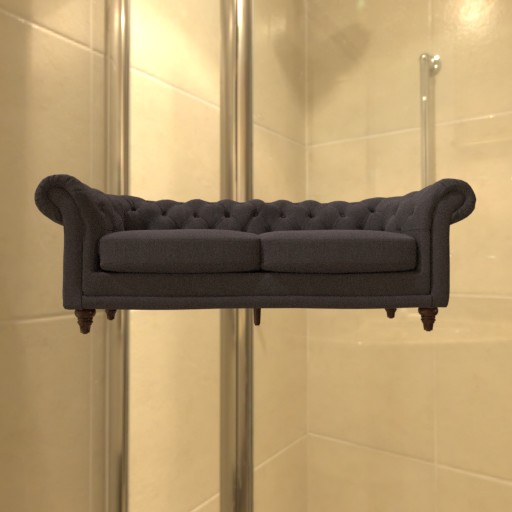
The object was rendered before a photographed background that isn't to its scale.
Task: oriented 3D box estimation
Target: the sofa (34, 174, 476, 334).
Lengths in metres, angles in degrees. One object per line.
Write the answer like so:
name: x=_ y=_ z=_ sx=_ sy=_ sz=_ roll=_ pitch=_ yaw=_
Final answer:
sofa: x=0.000 y=0.000 z=2.786 sx=2.335 sy=0.836 sz=1.046 roll=0 pitch=-1 yaw=-3
